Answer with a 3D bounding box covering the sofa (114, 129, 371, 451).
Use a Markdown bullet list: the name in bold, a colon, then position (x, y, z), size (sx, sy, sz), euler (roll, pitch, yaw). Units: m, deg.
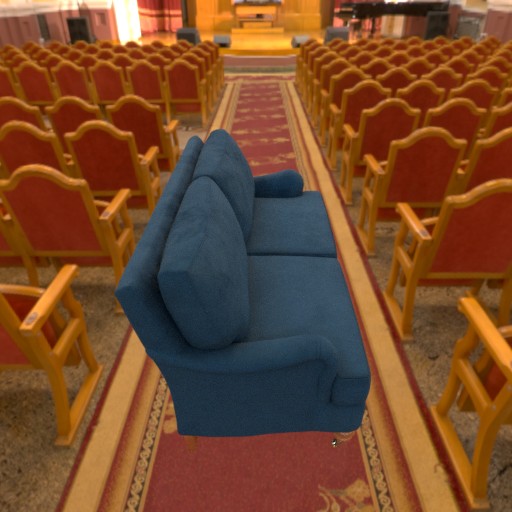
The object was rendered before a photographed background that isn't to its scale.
- **sofa**: position (0.000, 0.000, 2.821), size (1.084, 1.101, 2.141), euler (0, 31, 1)
